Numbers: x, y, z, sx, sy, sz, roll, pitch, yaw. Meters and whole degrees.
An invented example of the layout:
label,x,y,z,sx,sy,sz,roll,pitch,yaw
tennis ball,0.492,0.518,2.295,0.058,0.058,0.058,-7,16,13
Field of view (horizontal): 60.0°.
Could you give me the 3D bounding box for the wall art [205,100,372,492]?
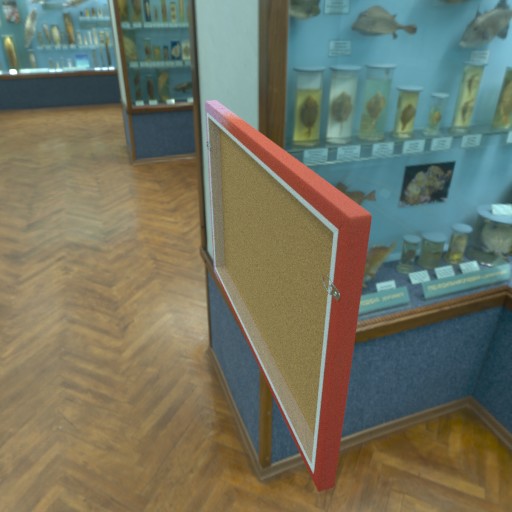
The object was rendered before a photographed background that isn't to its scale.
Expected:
label,x,y,z,sx,sy,sz,roll,pitch,yaw
wall art,0.000,0.000,1.129,0.040,0.609,0.913,-9,31,-16
